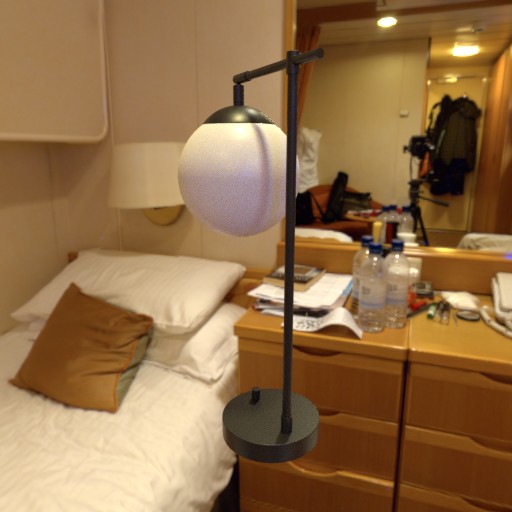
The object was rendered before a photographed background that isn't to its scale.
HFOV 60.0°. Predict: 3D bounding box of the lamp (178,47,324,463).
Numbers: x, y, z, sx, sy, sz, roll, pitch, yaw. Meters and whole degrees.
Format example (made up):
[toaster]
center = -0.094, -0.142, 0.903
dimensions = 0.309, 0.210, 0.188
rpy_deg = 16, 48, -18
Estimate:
[lamp]
center = 0.000, 0.000, 0.696
dimensions = 0.197, 0.559, 0.316
rpy_deg = -7, 15, -26
